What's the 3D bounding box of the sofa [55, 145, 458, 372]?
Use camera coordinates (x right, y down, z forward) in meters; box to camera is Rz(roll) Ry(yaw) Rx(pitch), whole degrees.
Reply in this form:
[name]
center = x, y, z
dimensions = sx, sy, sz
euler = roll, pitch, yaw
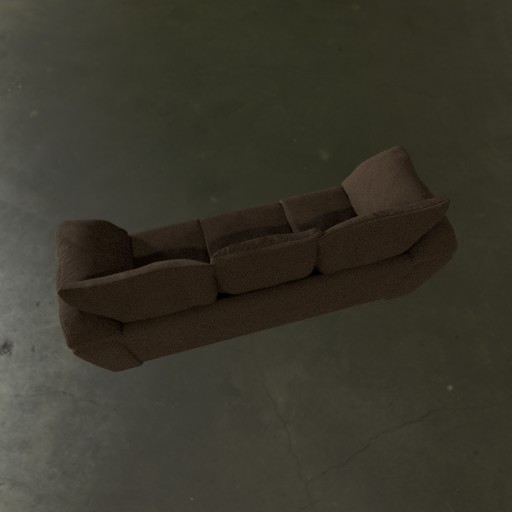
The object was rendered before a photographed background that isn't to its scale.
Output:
[sofa]
center = 0.000, 0.000, 2.858
dimensions = 2.336, 1.015, 0.878
euler = -13, 60, -8
